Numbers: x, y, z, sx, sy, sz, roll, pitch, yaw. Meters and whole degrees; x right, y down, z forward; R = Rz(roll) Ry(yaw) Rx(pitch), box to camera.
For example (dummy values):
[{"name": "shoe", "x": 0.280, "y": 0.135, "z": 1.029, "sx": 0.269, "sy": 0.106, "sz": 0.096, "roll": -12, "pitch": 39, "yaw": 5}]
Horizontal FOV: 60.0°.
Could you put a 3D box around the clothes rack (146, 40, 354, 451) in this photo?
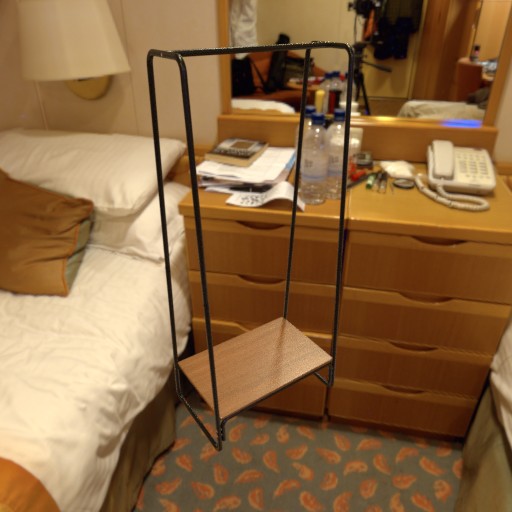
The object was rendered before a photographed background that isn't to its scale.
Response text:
[{"name": "clothes rack", "x": 0.000, "y": 0.000, "z": 1.746, "sx": 0.640, "sy": 1.500, "sz": 0.400, "roll": -19, "pitch": 34, "yaw": -30}]
